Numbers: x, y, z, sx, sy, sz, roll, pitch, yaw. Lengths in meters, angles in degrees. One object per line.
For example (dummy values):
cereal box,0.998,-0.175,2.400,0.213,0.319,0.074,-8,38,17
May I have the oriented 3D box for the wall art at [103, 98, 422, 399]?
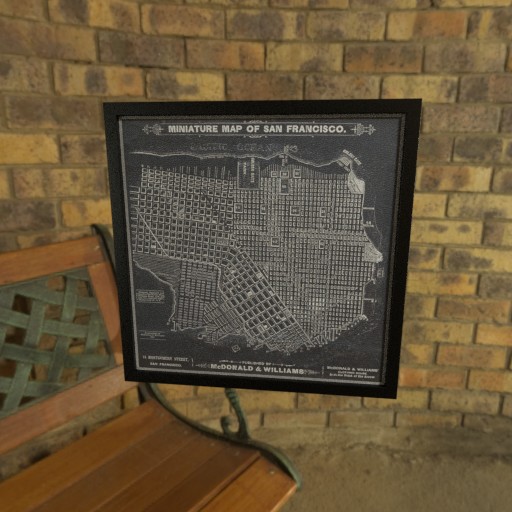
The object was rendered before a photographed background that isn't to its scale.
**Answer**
wall art,0.000,0.000,0.690,0.457,0.458,0.012,2,14,7
